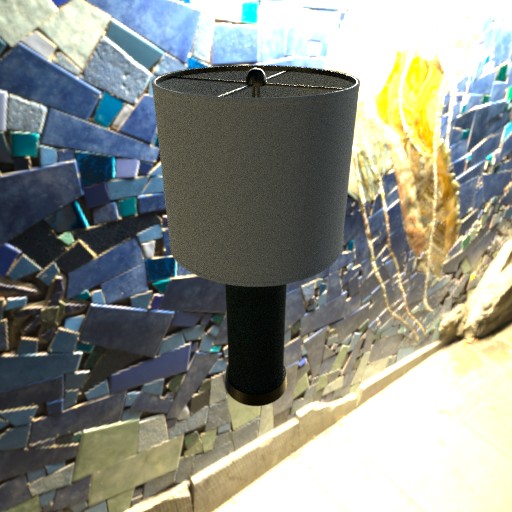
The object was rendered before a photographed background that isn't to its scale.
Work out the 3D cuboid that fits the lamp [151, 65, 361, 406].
[{"bbox_3d":[0.000,0.000,0.801,0.301,0.630,0.301,-11,32,-19],"label":"lamp"}]
